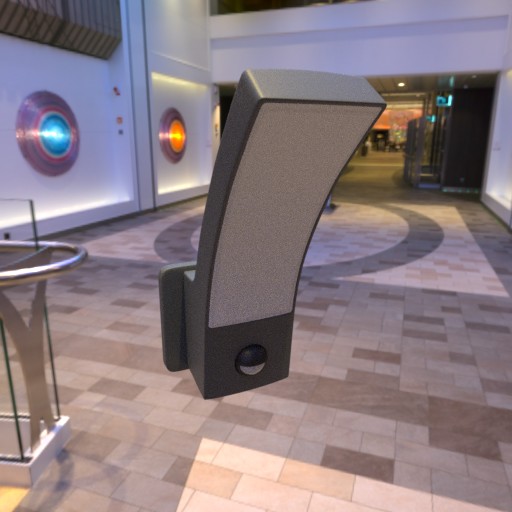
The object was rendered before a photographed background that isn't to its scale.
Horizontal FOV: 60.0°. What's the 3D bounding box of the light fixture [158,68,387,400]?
[{"bbox_3d":[0.000,0.000,0.332,0.108,0.243,0.174,-7,16,-26],"label":"light fixture"}]
